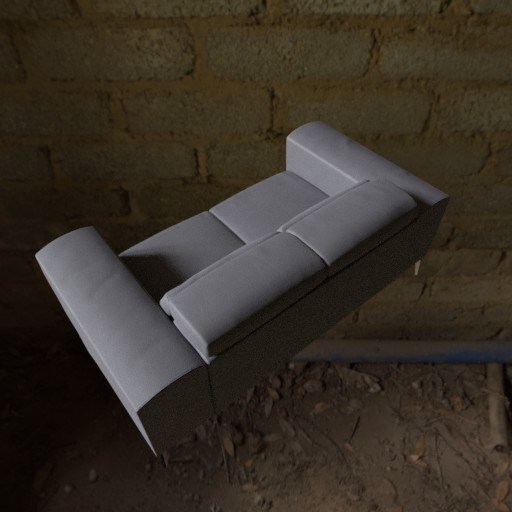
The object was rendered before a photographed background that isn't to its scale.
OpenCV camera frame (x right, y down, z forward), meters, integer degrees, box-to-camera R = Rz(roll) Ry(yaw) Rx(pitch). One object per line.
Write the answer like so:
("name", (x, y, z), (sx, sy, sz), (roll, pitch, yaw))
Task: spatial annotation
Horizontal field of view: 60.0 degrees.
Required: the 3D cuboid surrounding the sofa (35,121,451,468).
("sofa", (0.000, 0.000, 2.372), (1.895, 0.779, 1.003), (-31, 54, -25))
